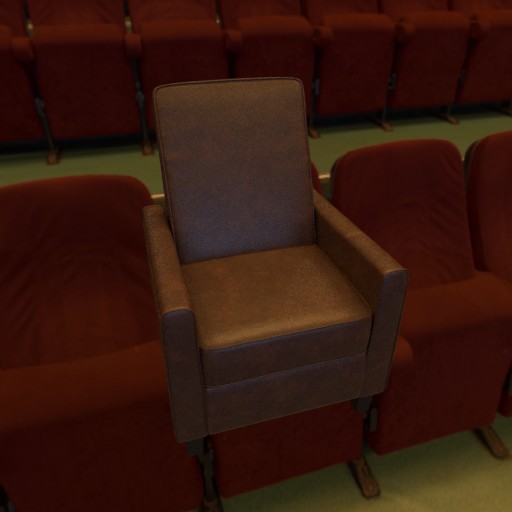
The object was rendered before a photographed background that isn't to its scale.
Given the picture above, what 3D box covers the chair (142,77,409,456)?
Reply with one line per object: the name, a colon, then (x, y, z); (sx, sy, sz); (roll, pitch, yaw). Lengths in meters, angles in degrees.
chair: (0.000, 0.000, 1.489); (0.705, 1.013, 0.746); (-9, 33, -14)
